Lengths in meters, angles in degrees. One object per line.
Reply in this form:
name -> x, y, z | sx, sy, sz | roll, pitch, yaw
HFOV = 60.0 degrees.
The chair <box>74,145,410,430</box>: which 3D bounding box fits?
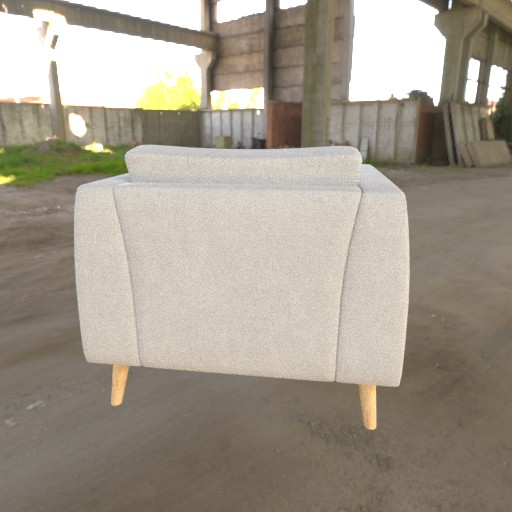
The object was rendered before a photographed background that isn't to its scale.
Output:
chair -> 0.000, 0.000, 1.732 | 1.000, 0.860, 0.930 | 2, 17, 8
